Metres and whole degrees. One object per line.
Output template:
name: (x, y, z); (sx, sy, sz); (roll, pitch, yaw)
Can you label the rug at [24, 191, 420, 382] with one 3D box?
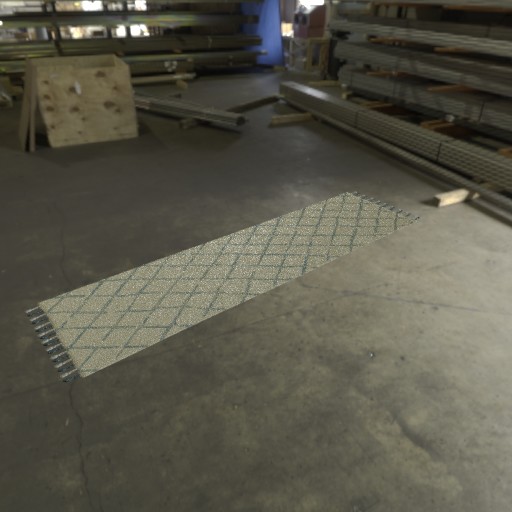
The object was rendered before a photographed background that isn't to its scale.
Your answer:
rug: (0.000, 0.000, 2.552); (2.372, 0.008, 0.620); (-22, 37, -32)
